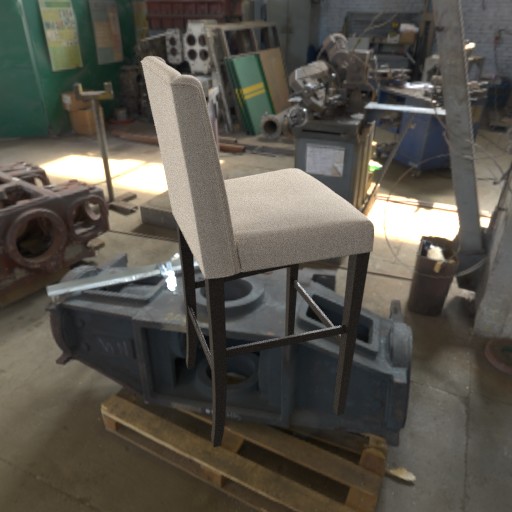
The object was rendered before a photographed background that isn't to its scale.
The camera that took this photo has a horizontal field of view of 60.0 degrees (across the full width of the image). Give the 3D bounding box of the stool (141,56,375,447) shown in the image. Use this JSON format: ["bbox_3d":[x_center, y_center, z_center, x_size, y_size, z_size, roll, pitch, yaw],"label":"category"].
[{"bbox_3d":[0.000,0.000,1.366,0.509,1.116,0.474,-10,31,-18],"label":"stool"}]
